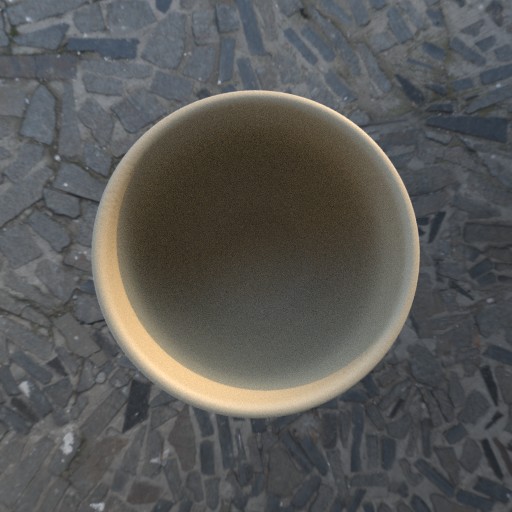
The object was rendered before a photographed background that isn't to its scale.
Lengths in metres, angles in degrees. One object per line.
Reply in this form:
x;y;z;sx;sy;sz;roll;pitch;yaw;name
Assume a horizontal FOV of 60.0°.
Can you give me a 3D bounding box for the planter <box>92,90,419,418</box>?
0.000;0.000;0.373;0.208;0.190;0.208;0;89;0;planter
